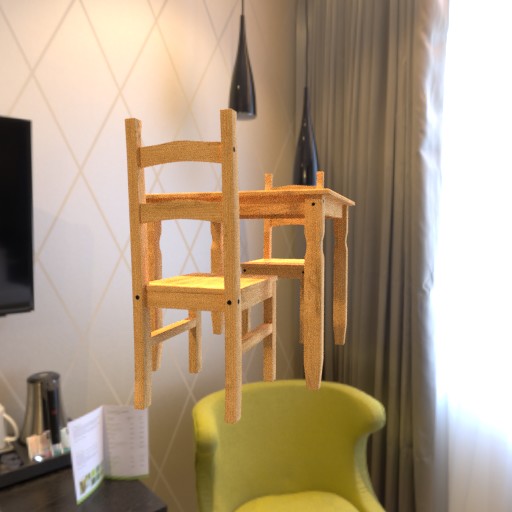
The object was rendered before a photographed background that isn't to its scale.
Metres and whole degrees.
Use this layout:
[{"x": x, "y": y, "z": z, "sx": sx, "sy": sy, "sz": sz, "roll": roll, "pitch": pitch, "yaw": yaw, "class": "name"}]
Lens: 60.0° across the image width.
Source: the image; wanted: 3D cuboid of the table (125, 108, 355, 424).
[{"x": 0.000, "y": 0.000, "z": 2.071, "sx": 0.813, "sy": 0.942, "sz": 1.501, "roll": 1, "pitch": 4, "yaw": 19, "class": "table"}]
